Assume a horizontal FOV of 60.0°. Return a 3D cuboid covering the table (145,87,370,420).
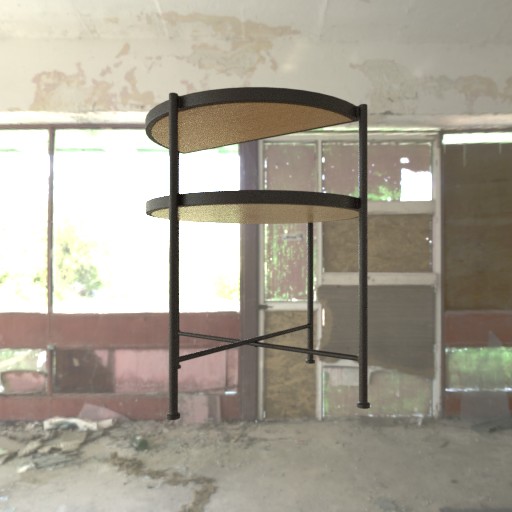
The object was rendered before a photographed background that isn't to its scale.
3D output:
[{"bbox_3d":[0.000,0.000,1.180,0.629,0.684,0.628,0,0,36],"label":"table"}]
